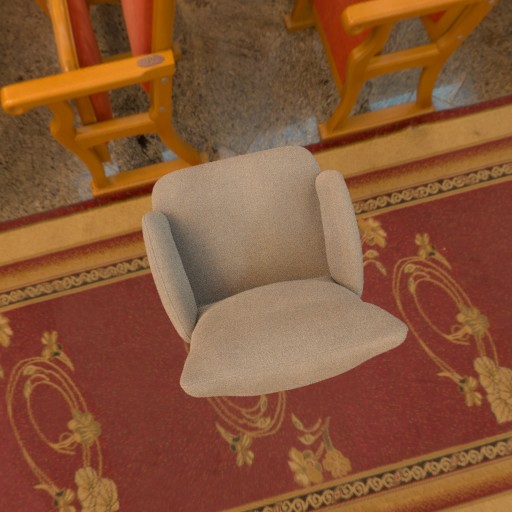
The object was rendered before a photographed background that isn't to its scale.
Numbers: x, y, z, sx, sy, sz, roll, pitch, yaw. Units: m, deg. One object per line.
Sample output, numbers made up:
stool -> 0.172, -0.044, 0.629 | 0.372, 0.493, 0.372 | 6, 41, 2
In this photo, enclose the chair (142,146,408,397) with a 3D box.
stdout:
chair -> 0.000, 0.000, 1.574 | 0.711, 1.016, 0.889 | -14, 76, -3
